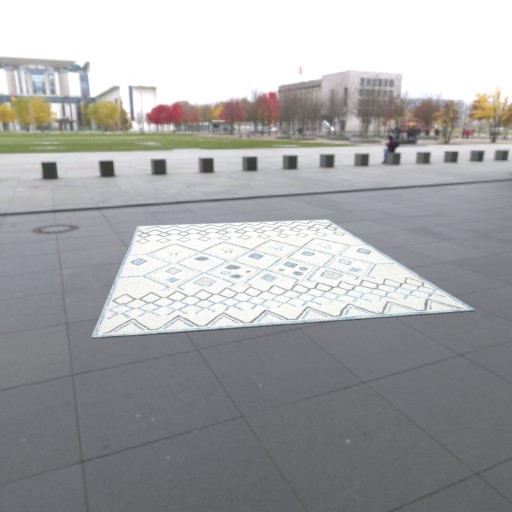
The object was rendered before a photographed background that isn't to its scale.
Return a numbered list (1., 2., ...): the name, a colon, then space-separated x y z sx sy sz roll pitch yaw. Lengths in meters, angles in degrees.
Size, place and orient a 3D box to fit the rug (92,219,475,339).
1. rug: 0.000 0.000 4.187 2.441 0.013 3.056 -3 16 -9
